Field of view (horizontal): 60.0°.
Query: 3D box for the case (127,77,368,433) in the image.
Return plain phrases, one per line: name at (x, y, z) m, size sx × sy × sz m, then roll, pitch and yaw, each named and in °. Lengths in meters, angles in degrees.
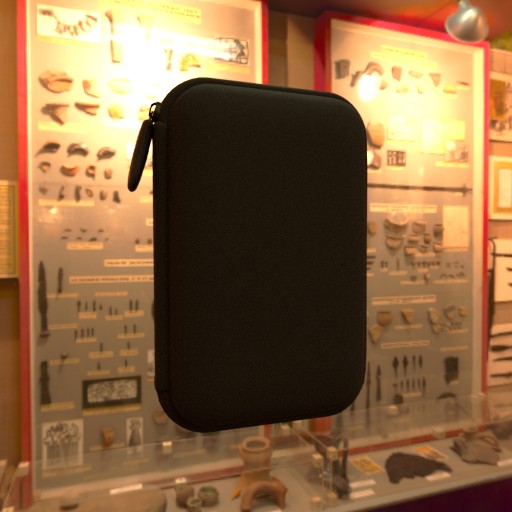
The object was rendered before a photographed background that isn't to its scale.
case at (0.000, 0.000, 0.192) m, size 0.107 × 0.147 × 0.030 m, roll 0°, pitch 1°, yaw -18°
